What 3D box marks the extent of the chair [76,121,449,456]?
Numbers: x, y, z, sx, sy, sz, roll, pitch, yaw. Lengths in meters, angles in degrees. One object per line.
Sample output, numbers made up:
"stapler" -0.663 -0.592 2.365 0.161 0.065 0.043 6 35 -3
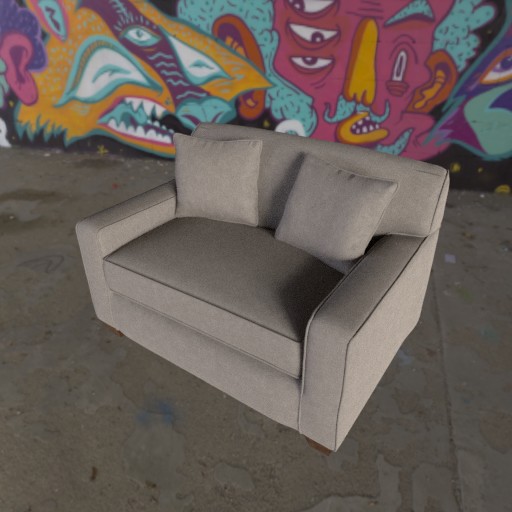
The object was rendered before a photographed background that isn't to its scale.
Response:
"chair" 0.000 0.000 2.085 1.395 0.953 0.992 20 36 29
